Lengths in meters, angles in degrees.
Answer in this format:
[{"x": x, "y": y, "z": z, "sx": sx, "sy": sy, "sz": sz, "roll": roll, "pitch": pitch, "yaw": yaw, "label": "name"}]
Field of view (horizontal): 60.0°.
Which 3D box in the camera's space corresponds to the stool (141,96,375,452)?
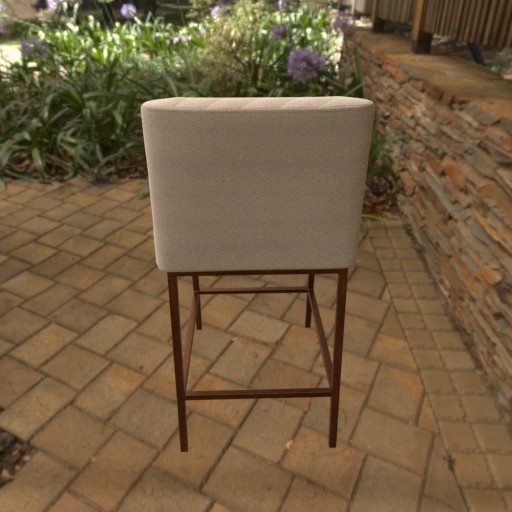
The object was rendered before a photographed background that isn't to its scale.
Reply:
[{"x": 0.000, "y": 0.000, "z": 1.296, "sx": 0.507, "sy": 0.973, "sz": 0.576, "roll": -1, "pitch": 30, "yaw": -2, "label": "stool"}]
